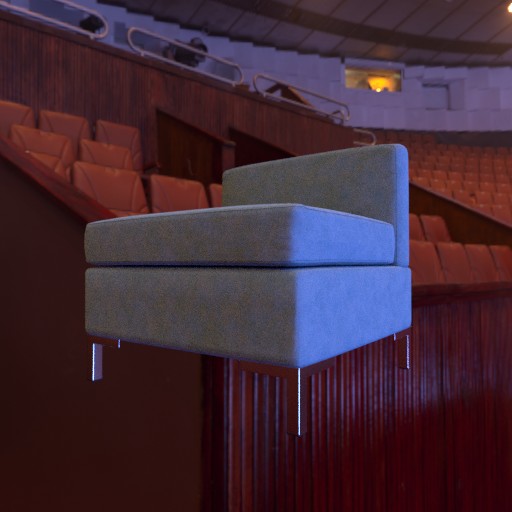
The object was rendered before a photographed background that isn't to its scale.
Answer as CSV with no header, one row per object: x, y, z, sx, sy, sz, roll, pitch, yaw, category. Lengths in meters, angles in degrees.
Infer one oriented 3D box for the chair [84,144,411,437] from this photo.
0.000,0.000,1.242,0.684,0.660,0.685,-1,-1,36,chair
